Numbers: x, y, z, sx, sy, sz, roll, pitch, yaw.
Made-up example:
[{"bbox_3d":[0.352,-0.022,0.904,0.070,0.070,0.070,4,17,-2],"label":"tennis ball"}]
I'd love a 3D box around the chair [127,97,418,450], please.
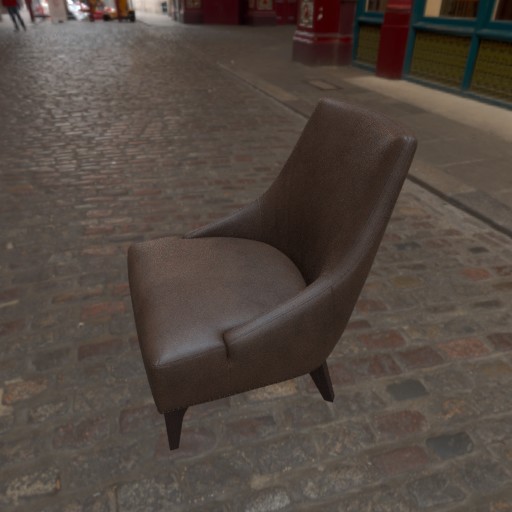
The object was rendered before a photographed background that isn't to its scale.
[{"bbox_3d":[0.000,0.000,1.522,0.861,0.909,0.701,-10,33,-16],"label":"chair"}]
